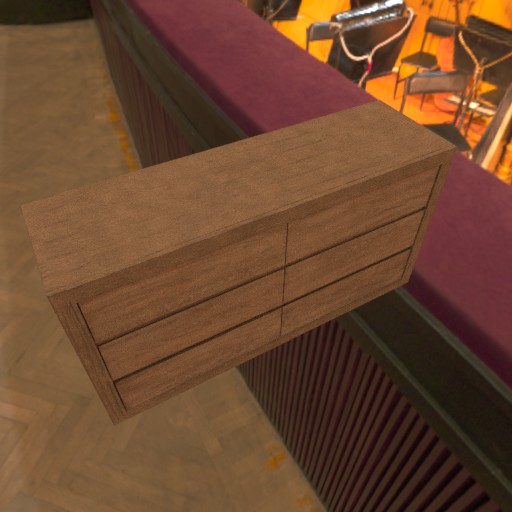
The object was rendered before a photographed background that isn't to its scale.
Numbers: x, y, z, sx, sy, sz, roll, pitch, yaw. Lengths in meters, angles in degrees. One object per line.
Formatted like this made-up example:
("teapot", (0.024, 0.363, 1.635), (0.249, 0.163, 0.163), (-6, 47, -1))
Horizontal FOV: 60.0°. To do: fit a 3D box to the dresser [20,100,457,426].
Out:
("dresser", (0.000, 0.000, 1.999), (1.628, 0.889, 0.483), (-22, 49, -20))
